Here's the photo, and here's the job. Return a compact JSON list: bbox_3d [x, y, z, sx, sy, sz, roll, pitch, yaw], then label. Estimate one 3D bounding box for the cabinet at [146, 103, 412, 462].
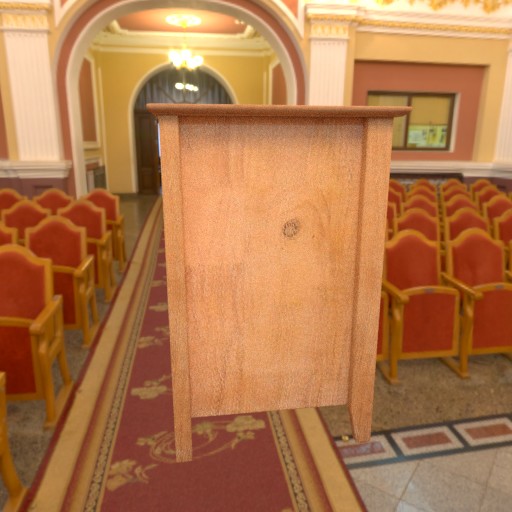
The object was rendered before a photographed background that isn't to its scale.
[{"bbox_3d":[0.000,0.000,1.269,0.503,0.762,0.763,-2,14,-8],"label":"cabinet"}]
